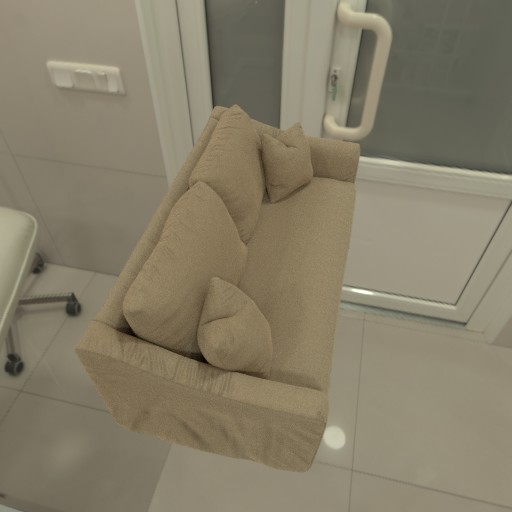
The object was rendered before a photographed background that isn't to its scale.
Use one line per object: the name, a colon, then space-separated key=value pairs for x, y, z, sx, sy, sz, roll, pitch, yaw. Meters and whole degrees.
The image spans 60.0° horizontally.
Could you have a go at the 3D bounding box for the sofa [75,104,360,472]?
sofa: x=0.000 y=0.000 z=2.605 sx=1.072 sy=1.018 sz=2.010 roll=10 pitch=48 yaw=9
